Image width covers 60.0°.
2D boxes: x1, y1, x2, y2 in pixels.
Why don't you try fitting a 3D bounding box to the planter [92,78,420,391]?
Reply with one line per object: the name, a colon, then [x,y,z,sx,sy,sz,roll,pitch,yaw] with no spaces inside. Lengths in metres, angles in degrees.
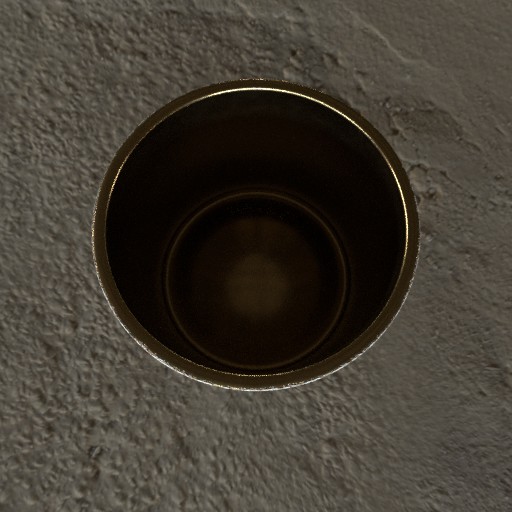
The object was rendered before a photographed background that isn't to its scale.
planter: [0.000,0.000,0.441,0.254,0.221,0.254,0,75,0]
